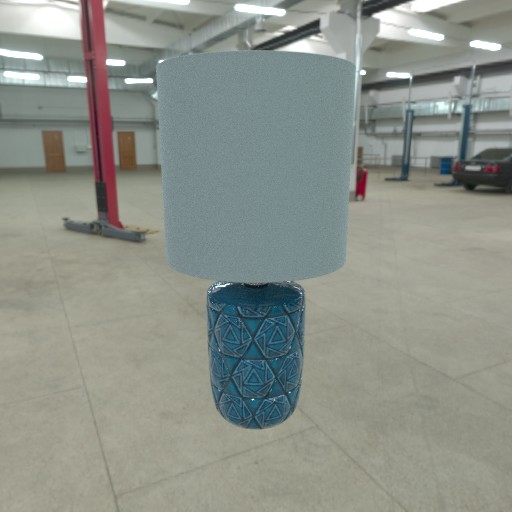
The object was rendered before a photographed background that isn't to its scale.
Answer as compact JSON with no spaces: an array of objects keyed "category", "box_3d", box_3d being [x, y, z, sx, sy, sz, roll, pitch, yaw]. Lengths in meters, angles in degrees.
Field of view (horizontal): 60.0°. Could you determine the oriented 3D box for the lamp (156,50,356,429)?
[{"category":"lamp","box_3d":[0.000,0.000,0.483,0.193,0.377,0.193,7,16,26]}]
